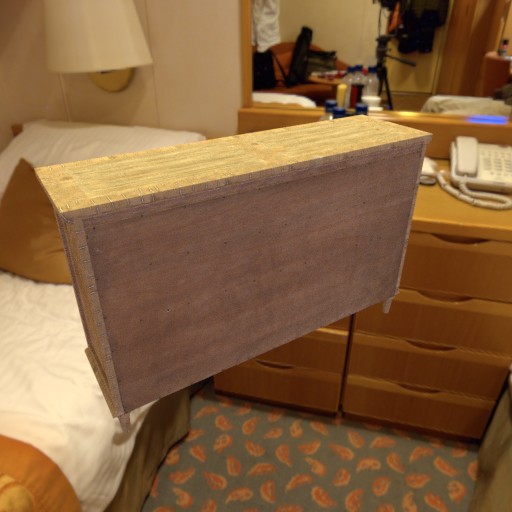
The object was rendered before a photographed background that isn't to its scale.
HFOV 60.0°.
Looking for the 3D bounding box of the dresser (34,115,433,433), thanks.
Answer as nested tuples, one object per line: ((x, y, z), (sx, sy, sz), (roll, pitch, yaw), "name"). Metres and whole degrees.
((0.000, 0.000, 2.078), (1.626, 1.016, 0.457), (-18, 34, -27), "dresser")
